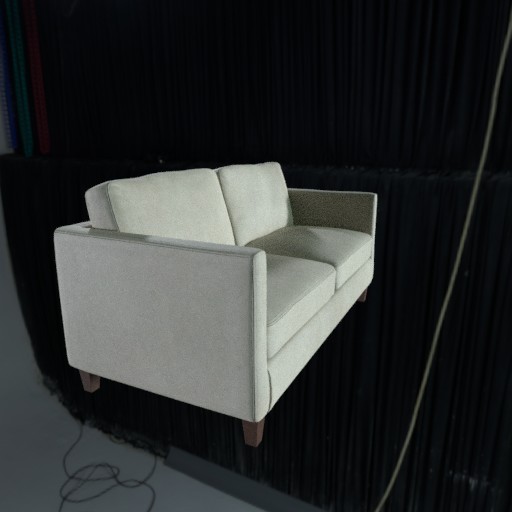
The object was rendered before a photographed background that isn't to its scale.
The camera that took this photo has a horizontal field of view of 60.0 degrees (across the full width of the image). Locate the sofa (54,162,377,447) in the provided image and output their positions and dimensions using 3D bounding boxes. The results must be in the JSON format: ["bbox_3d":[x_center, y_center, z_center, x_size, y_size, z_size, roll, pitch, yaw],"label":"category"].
[{"bbox_3d":[0.000,0.000,2.418,0.950,0.940,1.846,7,16,25],"label":"sofa"}]
